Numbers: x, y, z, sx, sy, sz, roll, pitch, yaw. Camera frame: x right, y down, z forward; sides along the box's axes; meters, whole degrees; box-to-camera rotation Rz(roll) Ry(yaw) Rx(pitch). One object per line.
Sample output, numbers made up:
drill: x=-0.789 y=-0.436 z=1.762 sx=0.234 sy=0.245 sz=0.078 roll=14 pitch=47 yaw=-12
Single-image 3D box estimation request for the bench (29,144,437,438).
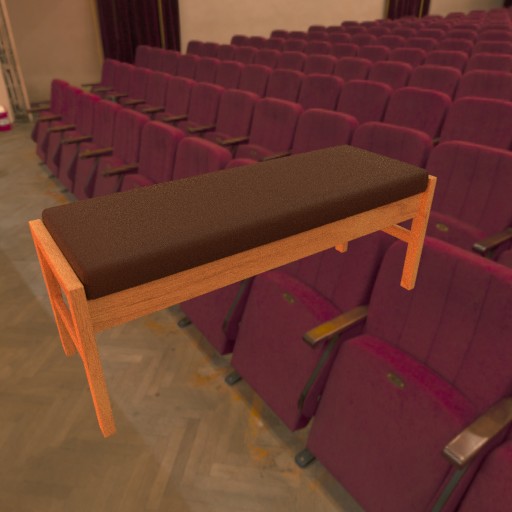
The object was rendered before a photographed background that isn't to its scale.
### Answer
bench: x=0.000 y=0.000 z=1.437 sx=1.200 sy=0.480 sz=0.405 roll=-19 pitch=34 yaw=-30
